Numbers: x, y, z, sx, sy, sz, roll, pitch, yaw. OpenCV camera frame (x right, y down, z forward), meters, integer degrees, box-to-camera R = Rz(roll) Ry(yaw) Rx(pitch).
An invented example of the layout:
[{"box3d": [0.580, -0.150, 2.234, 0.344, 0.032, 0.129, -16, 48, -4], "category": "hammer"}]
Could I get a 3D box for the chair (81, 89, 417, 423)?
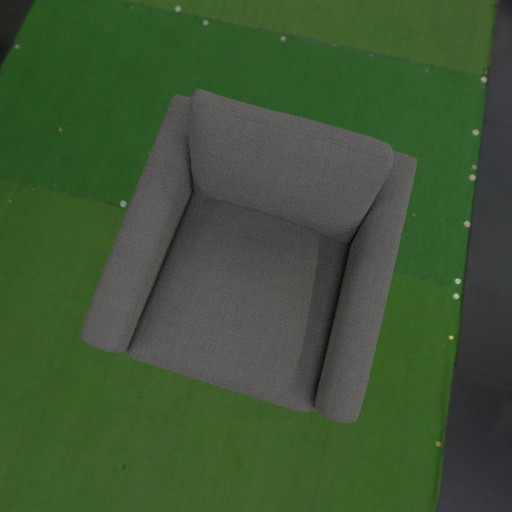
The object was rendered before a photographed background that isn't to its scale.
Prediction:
[{"box3d": [0.000, 0.000, 1.878, 1.070, 0.847, 1.100, 16, 75, 5], "category": "chair"}]
